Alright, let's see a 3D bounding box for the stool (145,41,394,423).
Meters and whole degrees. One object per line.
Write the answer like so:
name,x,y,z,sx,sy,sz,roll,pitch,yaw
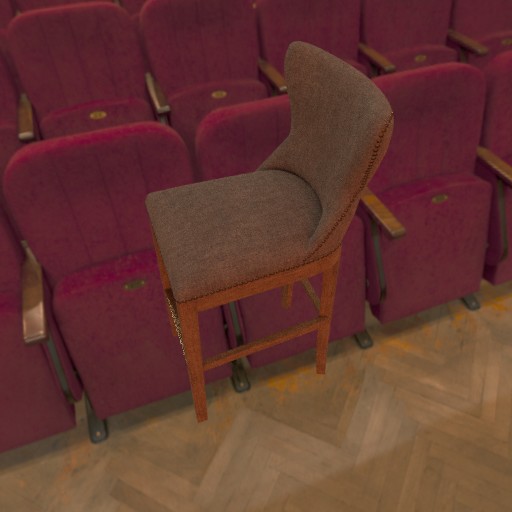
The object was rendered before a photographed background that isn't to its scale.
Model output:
stool,0.000,0.000,1.422,0.606,1.123,0.494,-15,48,-14
